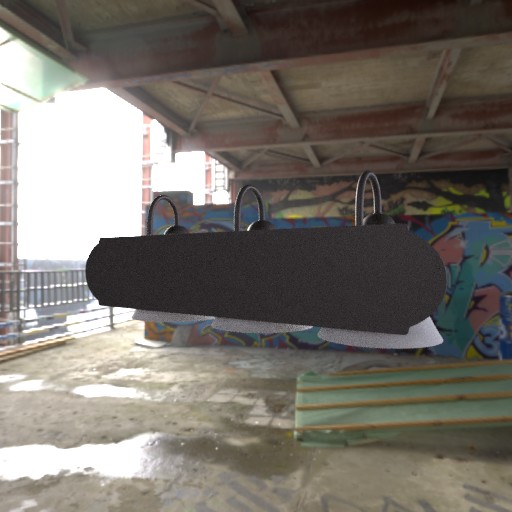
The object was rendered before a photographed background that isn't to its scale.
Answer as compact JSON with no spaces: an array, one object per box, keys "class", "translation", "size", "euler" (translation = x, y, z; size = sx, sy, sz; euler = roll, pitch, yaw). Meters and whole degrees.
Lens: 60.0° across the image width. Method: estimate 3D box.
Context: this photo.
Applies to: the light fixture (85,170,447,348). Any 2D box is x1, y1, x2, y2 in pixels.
[{"class":"light fixture","translation":[0.000,0.000,0.704],"size":[0.610,0.222,0.199],"euler":[0,-1,35]}]
